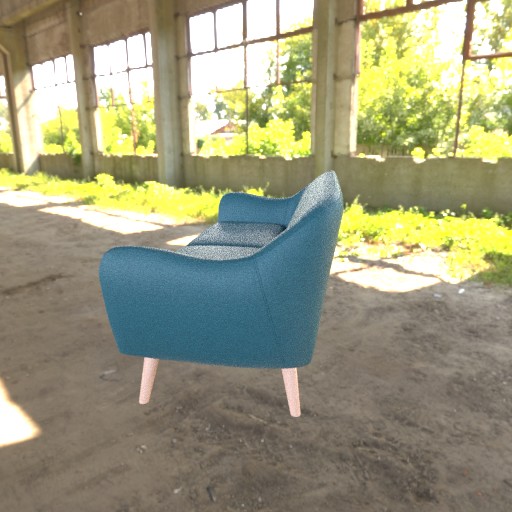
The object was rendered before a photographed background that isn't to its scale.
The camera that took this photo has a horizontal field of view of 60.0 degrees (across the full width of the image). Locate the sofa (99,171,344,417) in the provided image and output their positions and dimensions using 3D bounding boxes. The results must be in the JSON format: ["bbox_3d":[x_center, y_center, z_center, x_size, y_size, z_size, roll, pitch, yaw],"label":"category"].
[{"bbox_3d":[0.000,0.000,2.315,0.820,0.836,1.840,2,14,9],"label":"sofa"}]
